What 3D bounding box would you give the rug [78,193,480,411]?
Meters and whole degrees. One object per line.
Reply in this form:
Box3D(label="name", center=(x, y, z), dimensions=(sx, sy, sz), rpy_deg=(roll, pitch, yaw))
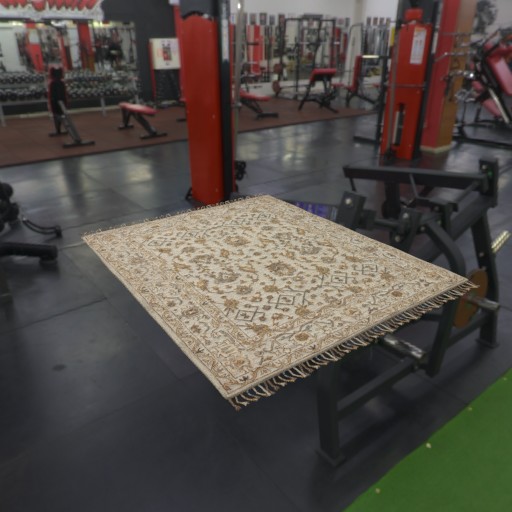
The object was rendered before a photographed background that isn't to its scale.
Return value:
Box3D(label="rug", center=(0.000, 0.000, 4.162), dimensions=(2.426, 0.034, 3.061), rpy_deg=(-17, 31, -31))
